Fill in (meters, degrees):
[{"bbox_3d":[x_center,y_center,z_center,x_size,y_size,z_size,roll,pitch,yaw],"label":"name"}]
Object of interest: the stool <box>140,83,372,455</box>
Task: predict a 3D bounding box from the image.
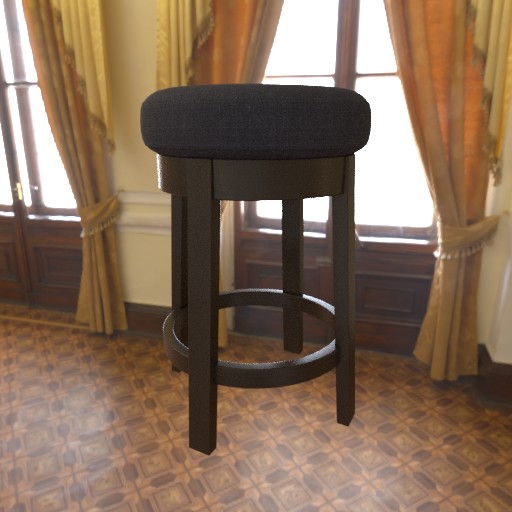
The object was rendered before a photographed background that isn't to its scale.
[{"bbox_3d":[0.000,0.000,0.923,0.449,0.655,0.449,0,17,0],"label":"stool"}]
